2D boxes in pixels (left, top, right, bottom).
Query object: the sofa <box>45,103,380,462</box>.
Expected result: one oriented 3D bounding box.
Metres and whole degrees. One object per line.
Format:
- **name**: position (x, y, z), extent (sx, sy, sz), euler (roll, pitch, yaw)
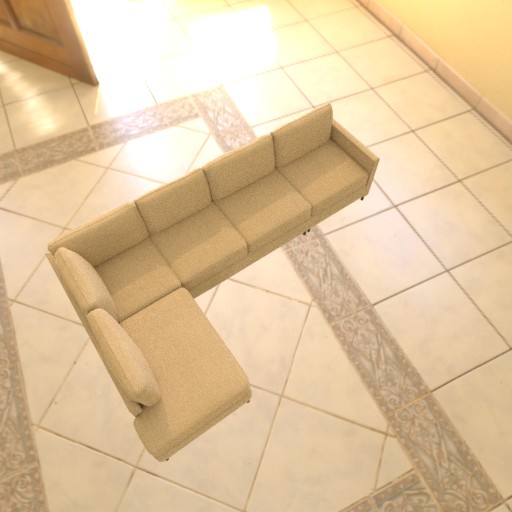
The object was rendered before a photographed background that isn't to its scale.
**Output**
- **sofa**: position (0.000, 0.000, 4.316), extent (3.384, 0.996, 2.048), euler (-31, 63, -18)
